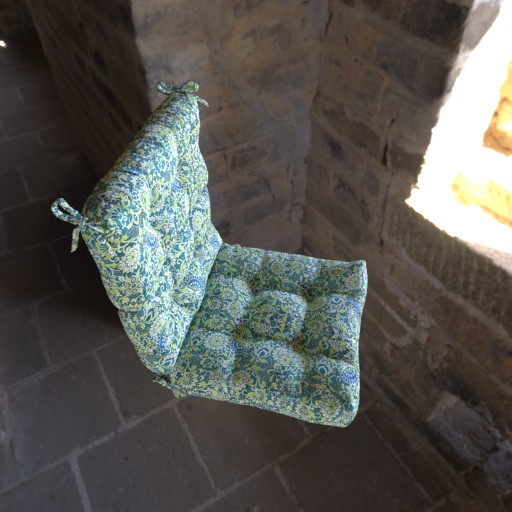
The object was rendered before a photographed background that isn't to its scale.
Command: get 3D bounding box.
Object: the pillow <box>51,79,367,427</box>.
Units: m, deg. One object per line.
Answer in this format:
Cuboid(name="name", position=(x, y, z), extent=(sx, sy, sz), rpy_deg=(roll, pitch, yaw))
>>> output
Cuboid(name="pillow", position=(0.000, 0.000, 1.023), extent=(0.571, 0.605, 0.519), rpy_deg=(9, 47, 9))
